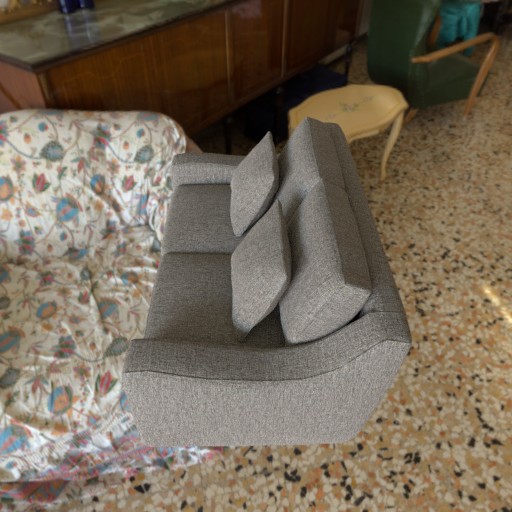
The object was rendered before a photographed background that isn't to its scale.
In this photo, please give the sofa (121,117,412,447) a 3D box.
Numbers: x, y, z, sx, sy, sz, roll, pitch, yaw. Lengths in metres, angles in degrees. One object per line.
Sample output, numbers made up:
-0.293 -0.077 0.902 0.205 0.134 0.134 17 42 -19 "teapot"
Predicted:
0.000 0.000 2.440 1.120 0.991 1.778 -1 42 -1 "sofa"
